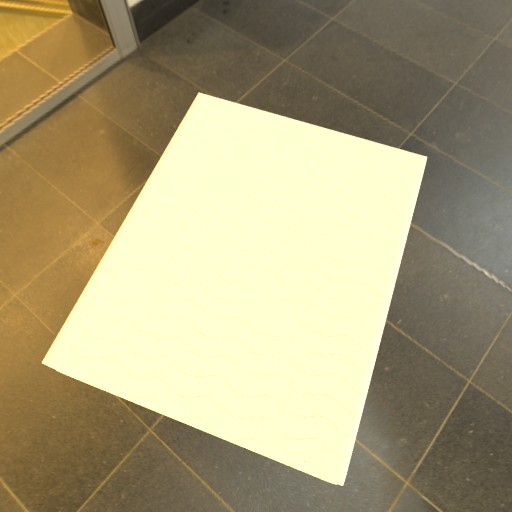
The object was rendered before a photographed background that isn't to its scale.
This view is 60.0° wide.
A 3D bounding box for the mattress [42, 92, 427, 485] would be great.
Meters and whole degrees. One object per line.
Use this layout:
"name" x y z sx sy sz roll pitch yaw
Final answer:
"mattress" 0.000 0.000 2.643 1.600 0.230 2.000 19 66 9
